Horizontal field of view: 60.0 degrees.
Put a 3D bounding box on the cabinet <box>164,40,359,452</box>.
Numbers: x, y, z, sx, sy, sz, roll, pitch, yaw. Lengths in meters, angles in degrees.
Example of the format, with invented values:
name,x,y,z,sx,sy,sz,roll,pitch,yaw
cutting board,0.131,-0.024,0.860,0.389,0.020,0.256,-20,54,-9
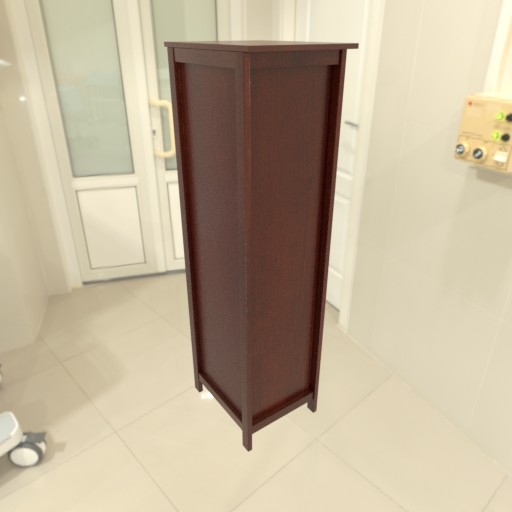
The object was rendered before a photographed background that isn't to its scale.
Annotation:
name,x,y,z,sx,sy,sz,roll,pitch,yaw
cabinet,0.000,0.000,1.748,0.401,1.518,0.500,-18,32,-31
